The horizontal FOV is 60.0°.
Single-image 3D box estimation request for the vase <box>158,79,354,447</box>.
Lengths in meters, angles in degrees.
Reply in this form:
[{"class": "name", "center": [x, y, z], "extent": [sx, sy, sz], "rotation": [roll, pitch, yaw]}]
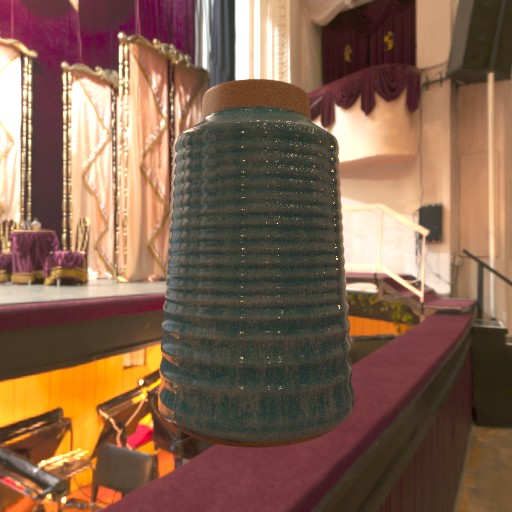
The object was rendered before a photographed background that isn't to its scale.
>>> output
[{"class": "vase", "center": [0.000, 0.000, 0.377], "extent": [0.163, 0.267, 0.163], "rotation": [0, 0, 0]}]
